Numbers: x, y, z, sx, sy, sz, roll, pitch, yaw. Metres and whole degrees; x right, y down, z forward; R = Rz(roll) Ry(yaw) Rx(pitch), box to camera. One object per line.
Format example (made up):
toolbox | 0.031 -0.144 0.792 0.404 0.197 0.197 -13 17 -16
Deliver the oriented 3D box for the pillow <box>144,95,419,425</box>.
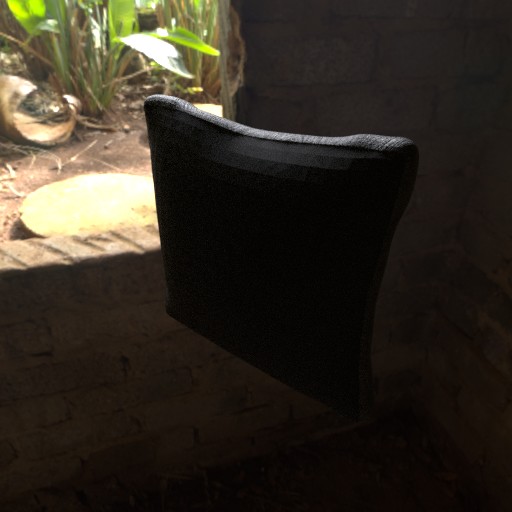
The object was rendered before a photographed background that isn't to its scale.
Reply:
pillow | 0.000 0.000 0.815 0.533 0.523 0.210 22 37 32
